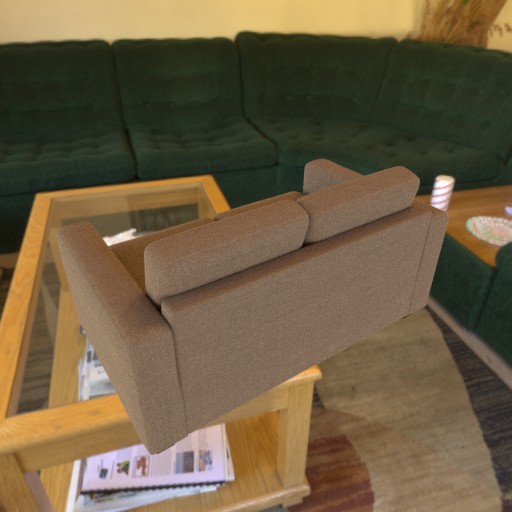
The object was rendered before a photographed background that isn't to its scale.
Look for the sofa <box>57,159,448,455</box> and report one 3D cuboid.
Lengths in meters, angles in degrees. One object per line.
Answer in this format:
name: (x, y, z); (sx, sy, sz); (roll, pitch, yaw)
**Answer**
sofa: (0.000, 0.000, 2.030); (1.520, 0.800, 0.900); (-20, 38, -28)
